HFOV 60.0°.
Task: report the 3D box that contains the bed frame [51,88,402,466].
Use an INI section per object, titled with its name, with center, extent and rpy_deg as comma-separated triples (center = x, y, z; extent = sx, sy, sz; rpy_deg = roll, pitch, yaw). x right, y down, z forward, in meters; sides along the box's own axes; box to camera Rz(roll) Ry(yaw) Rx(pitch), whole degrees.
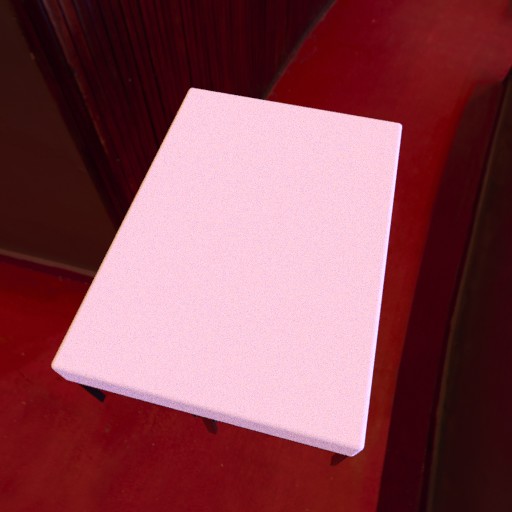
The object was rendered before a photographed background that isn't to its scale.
[bed frame]
center = 0.000, 0.000, 2.644
extent = 1.408, 0.659, 1.956
rpy_deg = 12, 60, 7
